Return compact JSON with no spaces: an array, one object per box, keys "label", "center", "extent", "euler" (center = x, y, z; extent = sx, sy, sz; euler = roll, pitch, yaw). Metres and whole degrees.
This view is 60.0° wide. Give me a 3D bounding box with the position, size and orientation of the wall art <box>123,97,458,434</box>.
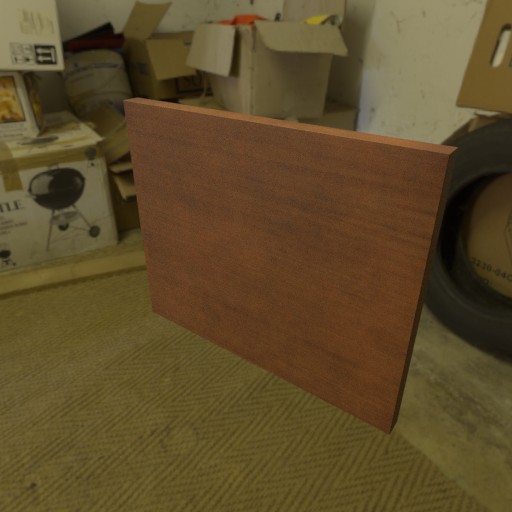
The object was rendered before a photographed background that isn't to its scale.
[{"label":"wall art","center":[0.000,0.000,0.757],"extent":[0.558,0.457,0.033],"euler":[20,35,31]}]
